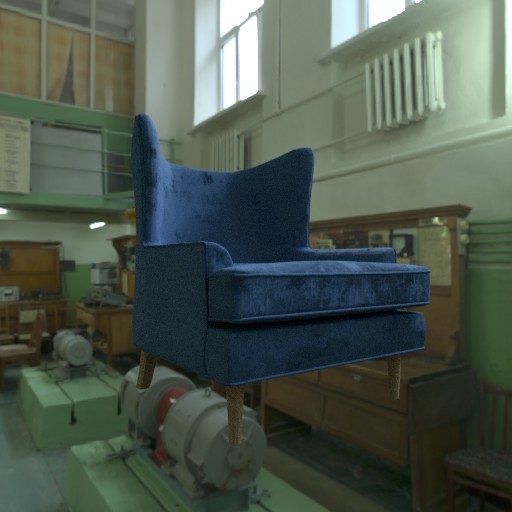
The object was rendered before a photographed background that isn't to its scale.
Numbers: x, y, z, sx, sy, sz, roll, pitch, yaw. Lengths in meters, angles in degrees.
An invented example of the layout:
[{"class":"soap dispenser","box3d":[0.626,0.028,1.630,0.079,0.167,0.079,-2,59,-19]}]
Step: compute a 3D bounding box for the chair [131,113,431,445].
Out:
[{"class":"chair","box3d":[0.000,0.000,1.583,0.793,0.952,0.910,1,-1,-36]}]
